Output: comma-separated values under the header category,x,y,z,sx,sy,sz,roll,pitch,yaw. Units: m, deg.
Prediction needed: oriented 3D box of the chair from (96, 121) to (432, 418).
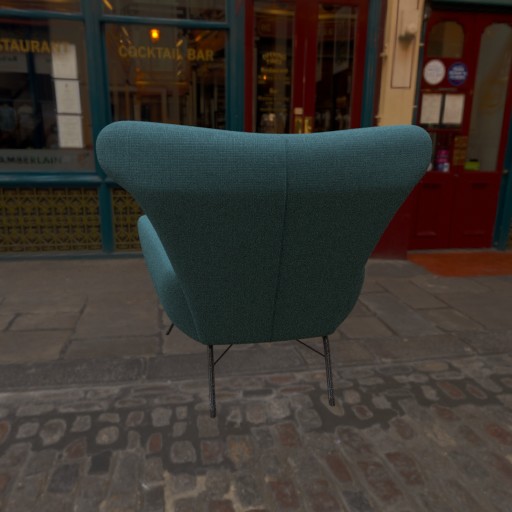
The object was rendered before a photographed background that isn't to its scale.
category,x,y,z,sx,sy,sz,roll,pitch,yaw
chair,0.000,0.000,1.751,1.050,0.980,0.900,-3,14,-10
